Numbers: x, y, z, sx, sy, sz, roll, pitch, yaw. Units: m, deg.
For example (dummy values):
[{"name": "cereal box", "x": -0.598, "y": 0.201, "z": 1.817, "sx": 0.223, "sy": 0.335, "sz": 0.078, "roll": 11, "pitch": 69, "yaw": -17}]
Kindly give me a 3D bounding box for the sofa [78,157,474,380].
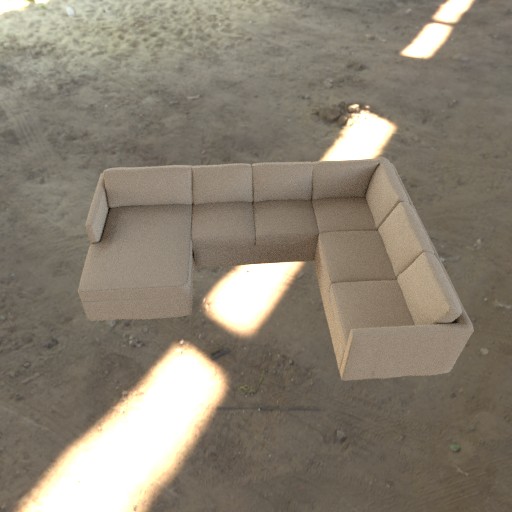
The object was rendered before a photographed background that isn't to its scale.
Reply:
[{"name": "sofa", "x": 0.000, "y": 0.000, "z": 4.591, "sx": 3.528, "sy": 0.878, "sz": 2.476, "roll": -3, "pitch": 46, "yaw": -3}]
